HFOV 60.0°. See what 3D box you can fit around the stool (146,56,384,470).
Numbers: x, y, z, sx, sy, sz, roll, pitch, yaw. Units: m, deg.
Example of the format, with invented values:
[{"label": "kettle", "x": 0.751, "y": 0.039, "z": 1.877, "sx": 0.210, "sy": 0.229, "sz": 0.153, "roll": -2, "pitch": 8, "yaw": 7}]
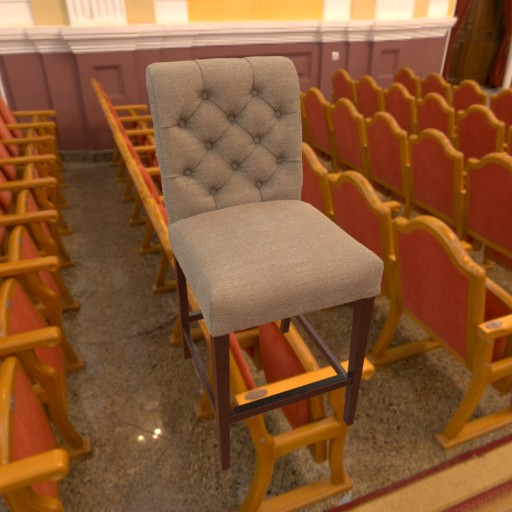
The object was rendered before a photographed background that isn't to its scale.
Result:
[{"label": "stool", "x": 0.000, "y": 0.000, "z": 1.400, "sx": 0.486, "sy": 1.084, "sz": 0.660, "roll": -11, "pitch": 33, "yaw": -18}]
